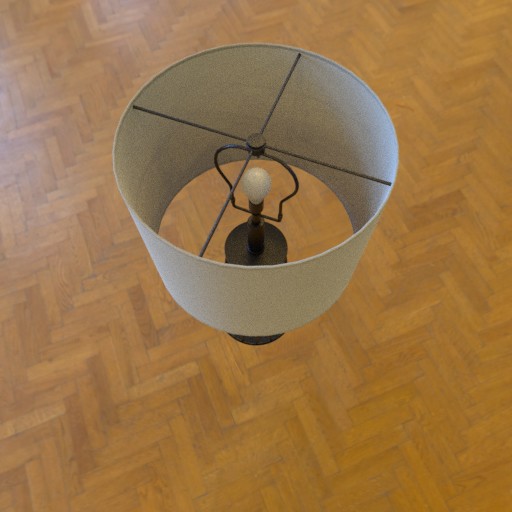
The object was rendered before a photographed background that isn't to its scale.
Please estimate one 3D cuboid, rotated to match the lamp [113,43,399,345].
[{"bbox_3d":[0.000,0.000,0.766,0.322,0.593,0.322,19,65,9],"label":"lamp"}]
